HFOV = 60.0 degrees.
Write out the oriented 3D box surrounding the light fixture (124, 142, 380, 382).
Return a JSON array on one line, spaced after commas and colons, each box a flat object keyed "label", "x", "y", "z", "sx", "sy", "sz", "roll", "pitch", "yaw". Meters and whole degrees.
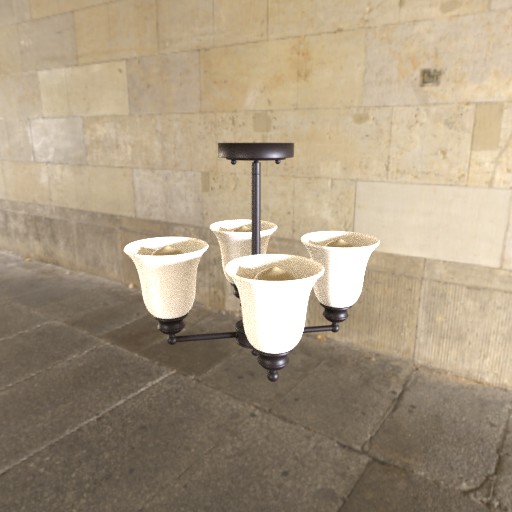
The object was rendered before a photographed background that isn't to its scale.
[{"label": "light fixture", "x": 0.000, "y": 0.000, "z": 1.872, "sx": 1.069, "sy": 0.925, "sz": 1.069, "roll": -3, "pitch": 15, "yaw": -9}]
